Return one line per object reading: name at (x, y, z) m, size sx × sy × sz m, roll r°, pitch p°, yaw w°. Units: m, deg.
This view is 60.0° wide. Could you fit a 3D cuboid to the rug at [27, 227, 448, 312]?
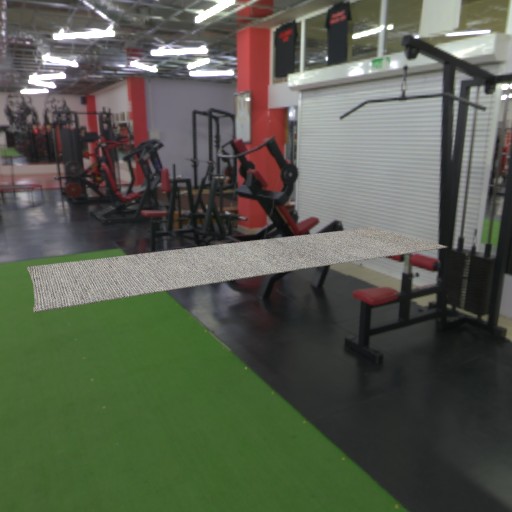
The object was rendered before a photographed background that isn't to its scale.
rug at (0.000, 0.000, 2.535) m, size 2.335 × 0.013 × 0.697 m, roll -8°, pitch 17°, yaw -26°
